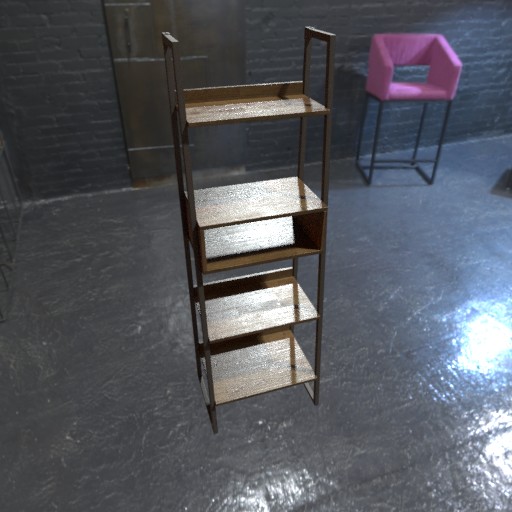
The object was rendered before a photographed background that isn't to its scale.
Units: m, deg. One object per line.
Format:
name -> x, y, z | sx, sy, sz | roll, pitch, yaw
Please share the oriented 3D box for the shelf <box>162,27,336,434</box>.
shelf -> 0.000, 0.000, 2.234 | 0.652, 2.005, 0.454 | -10, 34, -15
